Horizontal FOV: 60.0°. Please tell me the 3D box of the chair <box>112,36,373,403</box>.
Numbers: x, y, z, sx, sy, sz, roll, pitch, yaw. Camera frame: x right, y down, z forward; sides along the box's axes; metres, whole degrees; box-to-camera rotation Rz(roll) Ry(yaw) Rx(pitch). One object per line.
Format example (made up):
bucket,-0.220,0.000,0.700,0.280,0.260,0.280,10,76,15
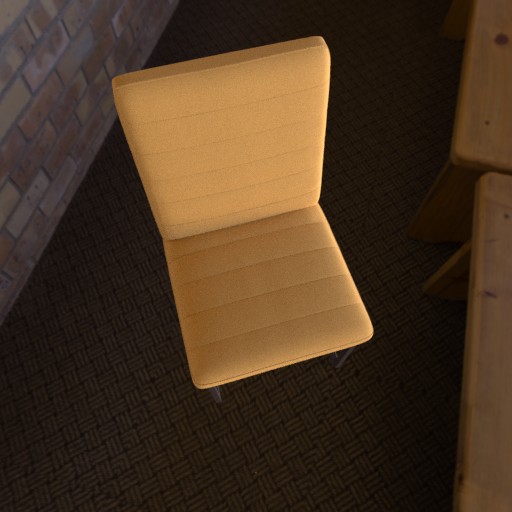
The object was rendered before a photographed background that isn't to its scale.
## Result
chair,0.000,0.000,1.298,0.520,0.930,0.634,-14,65,-7
